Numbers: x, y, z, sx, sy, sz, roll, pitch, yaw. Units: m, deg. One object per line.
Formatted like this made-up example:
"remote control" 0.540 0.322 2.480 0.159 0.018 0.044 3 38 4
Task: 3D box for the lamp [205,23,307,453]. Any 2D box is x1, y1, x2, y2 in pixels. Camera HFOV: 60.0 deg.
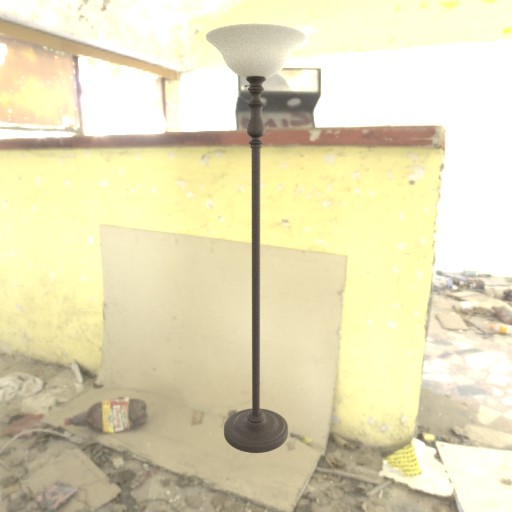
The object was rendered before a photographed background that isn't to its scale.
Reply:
"lamp" 0.000 0.000 1.978 0.405 1.797 0.405 12 18 42
